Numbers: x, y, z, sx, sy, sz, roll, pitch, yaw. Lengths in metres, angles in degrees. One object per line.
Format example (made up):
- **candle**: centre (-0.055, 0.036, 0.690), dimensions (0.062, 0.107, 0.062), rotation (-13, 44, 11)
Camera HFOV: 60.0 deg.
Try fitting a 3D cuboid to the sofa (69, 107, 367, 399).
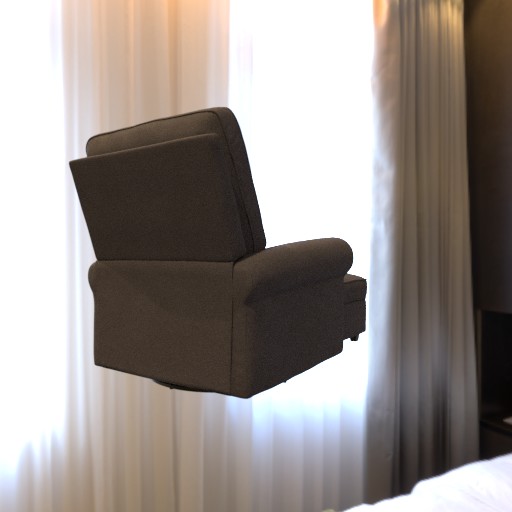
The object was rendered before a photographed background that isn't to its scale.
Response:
- **sofa**: centre (0.000, 0.000, 2.052), dimensions (0.880, 0.959, 1.478), rotation (0, 0, 34)
